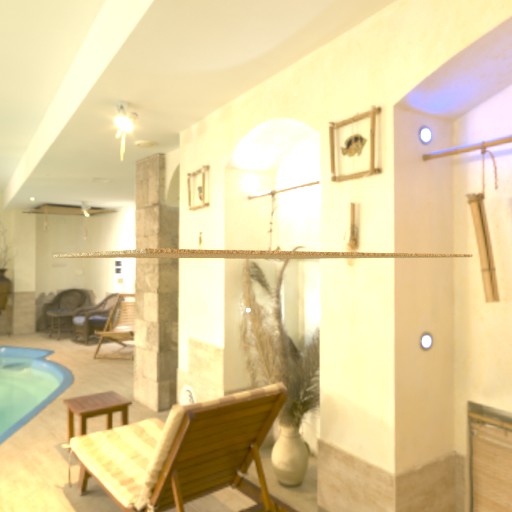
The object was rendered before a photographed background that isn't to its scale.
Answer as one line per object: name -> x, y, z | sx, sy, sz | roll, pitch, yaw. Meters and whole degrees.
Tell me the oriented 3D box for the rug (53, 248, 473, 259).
rug -> 0.000, 0.000, 4.048 | 3.000, 0.025, 2.400 | 1, -1, -35
